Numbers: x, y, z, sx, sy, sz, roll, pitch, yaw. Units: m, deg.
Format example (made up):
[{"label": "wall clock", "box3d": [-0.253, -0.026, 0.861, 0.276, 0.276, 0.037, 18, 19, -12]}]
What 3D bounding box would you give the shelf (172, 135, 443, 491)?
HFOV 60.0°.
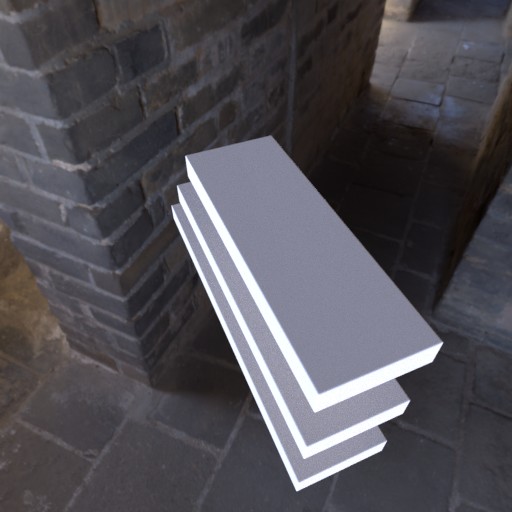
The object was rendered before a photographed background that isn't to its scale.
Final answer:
[{"label": "shelf", "box3d": [0.000, 0.000, 0.714, 0.140, 0.293, 0.610, -17, 49, -16]}]
